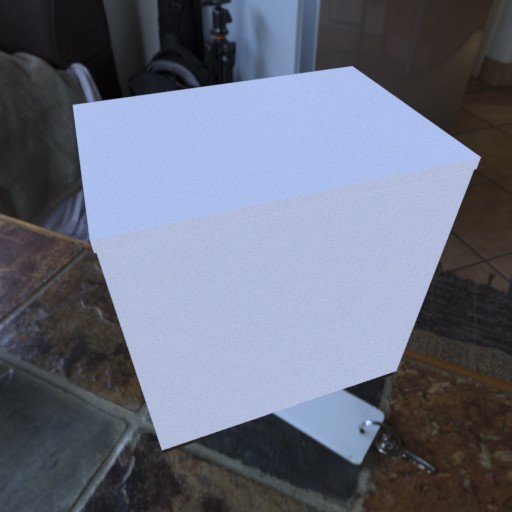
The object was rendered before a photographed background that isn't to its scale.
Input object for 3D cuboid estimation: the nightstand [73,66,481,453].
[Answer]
[{"bbox_3d":[0.000,0.000,0.731,0.441,0.460,0.325,-14,45,-14],"label":"nightstand"}]
